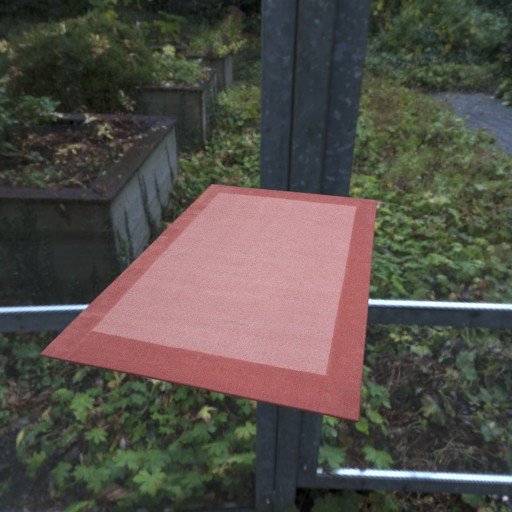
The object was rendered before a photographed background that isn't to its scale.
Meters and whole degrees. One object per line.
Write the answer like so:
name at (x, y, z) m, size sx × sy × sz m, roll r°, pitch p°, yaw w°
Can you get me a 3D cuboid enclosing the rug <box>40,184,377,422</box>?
rug at (0.000, 0.000, 3.002) m, size 1.524 × 0.014 × 2.438 m, roll 8°, pitch 30°, yaw 13°
